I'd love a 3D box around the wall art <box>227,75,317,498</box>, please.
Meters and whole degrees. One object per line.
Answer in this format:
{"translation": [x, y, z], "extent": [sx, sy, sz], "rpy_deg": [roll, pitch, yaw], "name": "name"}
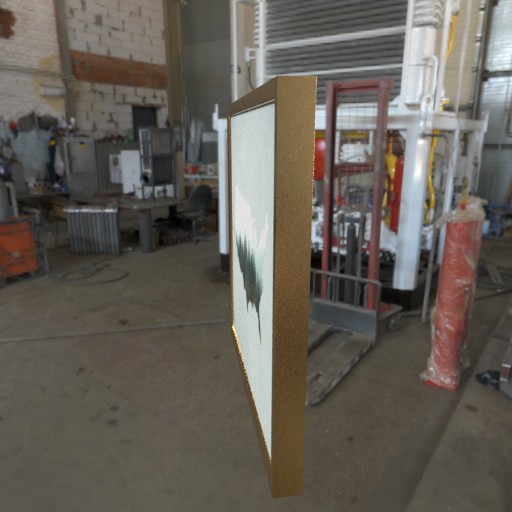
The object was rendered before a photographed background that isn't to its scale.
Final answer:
{"translation": [0.000, 0.000, 0.749], "extent": [0.040, 0.509, 0.509], "rpy_deg": [-2, 16, -9], "name": "wall art"}
